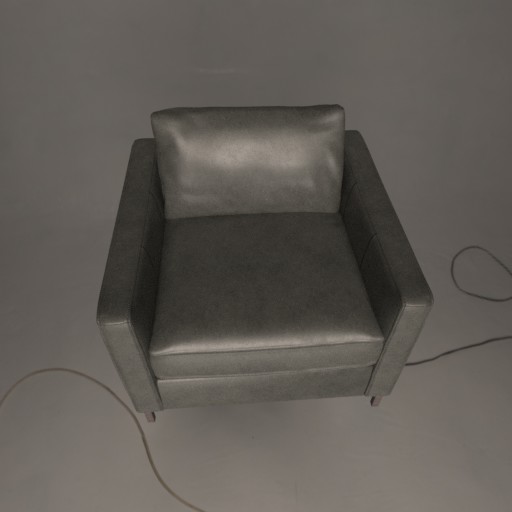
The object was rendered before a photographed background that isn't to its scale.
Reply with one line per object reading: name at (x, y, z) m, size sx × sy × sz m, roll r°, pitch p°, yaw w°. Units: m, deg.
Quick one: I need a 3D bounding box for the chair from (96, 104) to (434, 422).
chair at (0.000, 0.000, 1.509) m, size 0.967 × 0.824 × 0.861 m, roll -3°, pitch 46°, yaw -3°
